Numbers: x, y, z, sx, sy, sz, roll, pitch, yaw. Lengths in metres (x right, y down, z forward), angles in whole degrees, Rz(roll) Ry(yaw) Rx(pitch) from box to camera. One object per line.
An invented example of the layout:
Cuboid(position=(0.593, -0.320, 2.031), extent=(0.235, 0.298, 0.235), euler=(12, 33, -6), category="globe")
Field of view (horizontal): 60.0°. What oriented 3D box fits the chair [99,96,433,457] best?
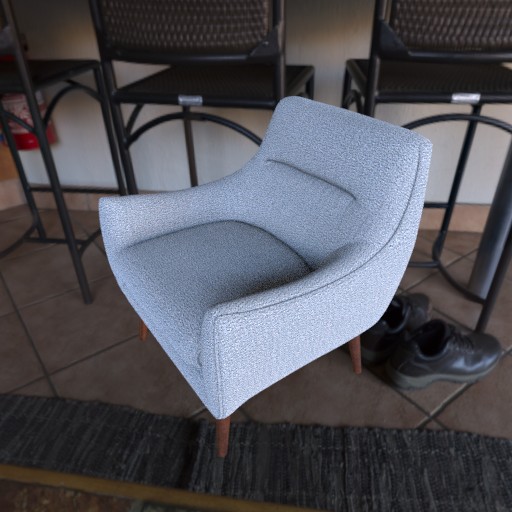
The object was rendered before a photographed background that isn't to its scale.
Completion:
Cuboid(position=(0.000, 0.000, 1.441), extent=(0.787, 0.838, 0.762), euler=(-20, 38, -29), category="chair")
